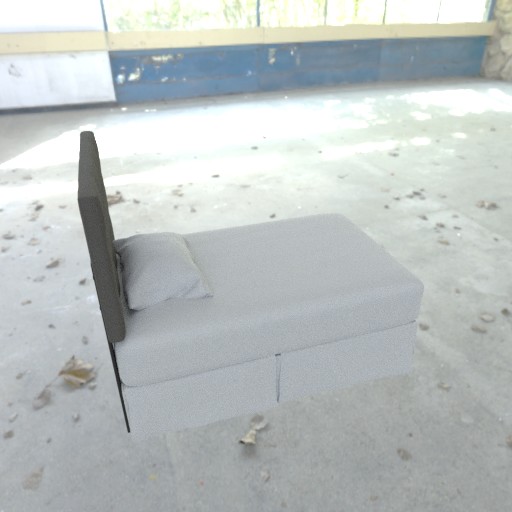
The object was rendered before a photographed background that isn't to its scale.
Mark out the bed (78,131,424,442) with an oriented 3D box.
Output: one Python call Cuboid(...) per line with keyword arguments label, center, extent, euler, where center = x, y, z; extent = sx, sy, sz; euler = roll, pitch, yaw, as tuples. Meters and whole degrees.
Cuboid(label="bed", center=(0.000, 0.000, 2.995), extent=(1.997, 1.571, 1.261), euler=(-10, 32, -16))
